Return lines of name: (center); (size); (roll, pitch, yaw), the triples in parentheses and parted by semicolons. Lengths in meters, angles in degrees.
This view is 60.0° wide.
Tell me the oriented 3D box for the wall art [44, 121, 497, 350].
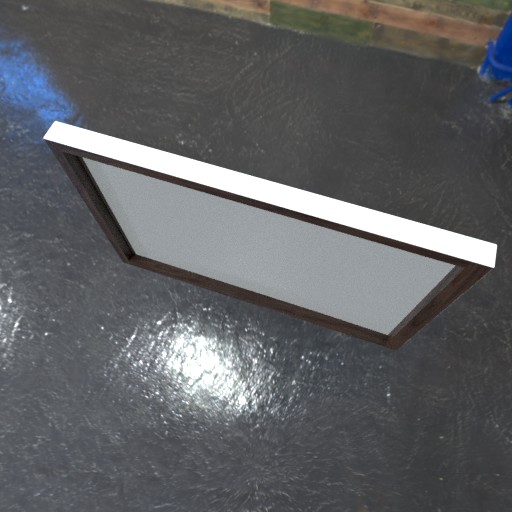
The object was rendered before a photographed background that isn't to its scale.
wall art: (0.000, 0.000, 1.138); (0.914, 0.610, 0.050); (17, 65, 8)
